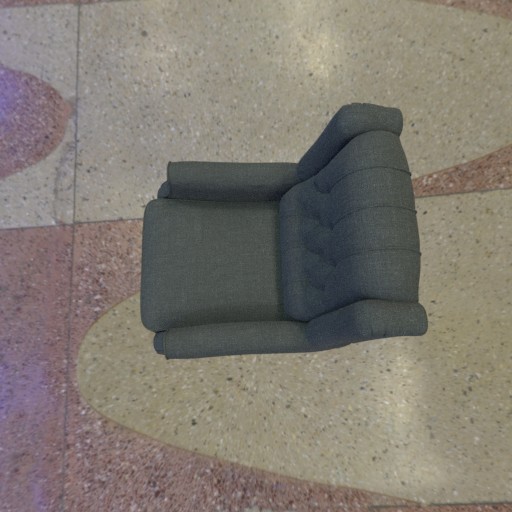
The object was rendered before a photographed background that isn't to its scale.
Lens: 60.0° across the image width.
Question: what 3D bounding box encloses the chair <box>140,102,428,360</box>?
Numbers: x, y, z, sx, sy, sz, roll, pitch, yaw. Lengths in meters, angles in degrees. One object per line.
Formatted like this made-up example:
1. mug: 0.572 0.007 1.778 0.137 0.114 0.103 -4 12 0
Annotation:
1. chair: 0.000 0.000 1.662 0.898 1.035 0.742 -2 76 0
